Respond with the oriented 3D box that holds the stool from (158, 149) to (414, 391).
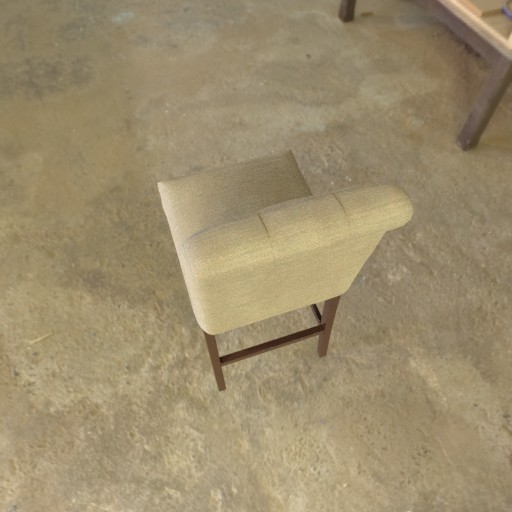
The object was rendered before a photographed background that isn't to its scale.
[{"bbox_3d":[0.000,0.000,1.437,0.486,1.084,0.660,-16,59,-10],"label":"stool"}]
